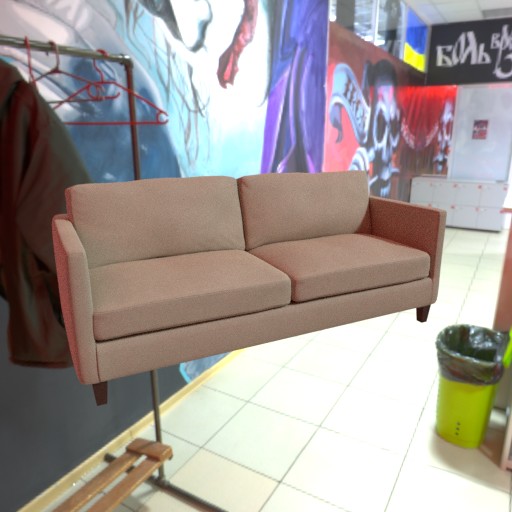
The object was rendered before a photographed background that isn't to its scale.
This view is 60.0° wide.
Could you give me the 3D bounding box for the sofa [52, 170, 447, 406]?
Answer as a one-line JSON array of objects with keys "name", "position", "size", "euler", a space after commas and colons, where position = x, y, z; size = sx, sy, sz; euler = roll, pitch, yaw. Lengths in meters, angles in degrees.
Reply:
[{"name": "sofa", "position": [0.000, 0.000, 2.675], "size": [2.181, 0.932, 0.948], "euler": [-8, 18, -26]}]
